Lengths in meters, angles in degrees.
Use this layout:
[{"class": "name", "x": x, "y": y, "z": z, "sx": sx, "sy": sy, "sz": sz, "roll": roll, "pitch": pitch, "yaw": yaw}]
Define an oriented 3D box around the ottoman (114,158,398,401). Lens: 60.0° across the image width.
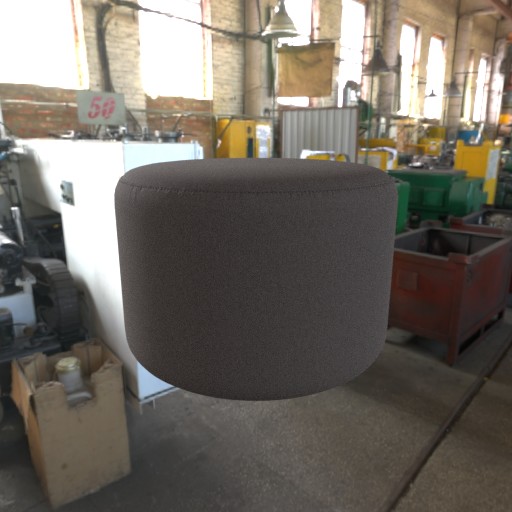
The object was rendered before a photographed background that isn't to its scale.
[{"class": "ottoman", "x": 0.000, "y": 0.000, "z": 1.030, "sx": 0.608, "sy": 0.433, "sz": 0.608, "roll": 0, "pitch": 15, "yaw": 0}]
